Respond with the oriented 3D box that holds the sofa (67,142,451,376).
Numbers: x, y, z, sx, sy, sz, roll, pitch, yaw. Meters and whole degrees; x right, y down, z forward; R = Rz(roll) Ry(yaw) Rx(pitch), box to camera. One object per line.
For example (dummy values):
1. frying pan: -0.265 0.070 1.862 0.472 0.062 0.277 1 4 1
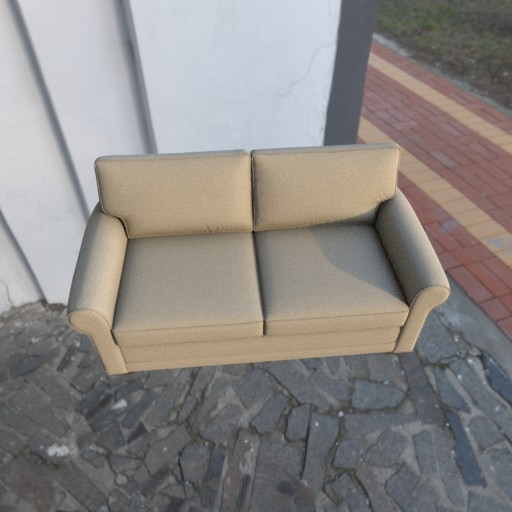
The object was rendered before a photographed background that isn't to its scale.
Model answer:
1. sofa: 0.000 0.000 2.511 1.930 0.952 0.940 -4 45 -4
